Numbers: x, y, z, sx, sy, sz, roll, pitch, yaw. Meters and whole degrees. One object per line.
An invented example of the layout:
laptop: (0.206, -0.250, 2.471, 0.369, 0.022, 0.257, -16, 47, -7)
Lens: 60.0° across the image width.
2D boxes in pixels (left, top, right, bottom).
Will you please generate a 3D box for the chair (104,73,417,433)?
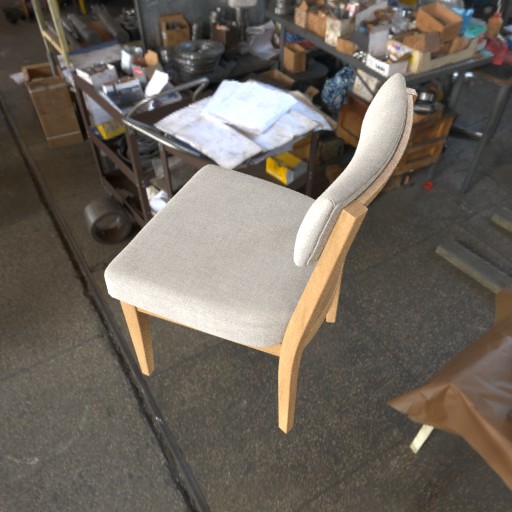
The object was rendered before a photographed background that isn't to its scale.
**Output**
chair: (0.000, 0.000, 1.123, 0.572, 0.832, 0.508, 18, 48, 17)
